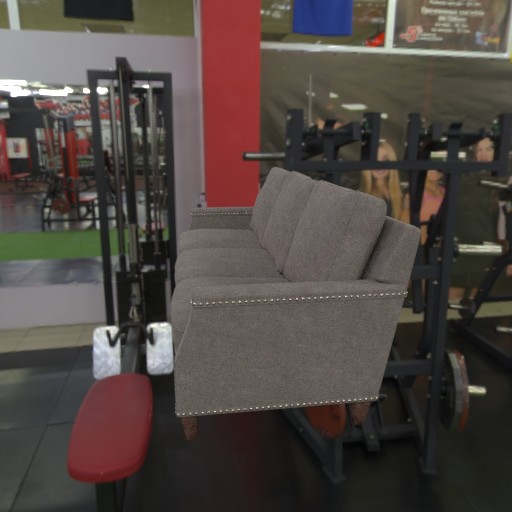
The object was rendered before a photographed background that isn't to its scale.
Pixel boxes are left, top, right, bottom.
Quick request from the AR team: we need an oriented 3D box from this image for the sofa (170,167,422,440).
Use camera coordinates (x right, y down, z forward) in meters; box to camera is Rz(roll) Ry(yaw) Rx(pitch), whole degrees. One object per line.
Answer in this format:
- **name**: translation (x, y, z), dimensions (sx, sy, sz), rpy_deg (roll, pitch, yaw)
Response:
- **sofa**: translation (0.000, 0.000, 2.839), dimensions (1.034, 1.042, 2.226), rpy_deg (-2, 15, -8)
